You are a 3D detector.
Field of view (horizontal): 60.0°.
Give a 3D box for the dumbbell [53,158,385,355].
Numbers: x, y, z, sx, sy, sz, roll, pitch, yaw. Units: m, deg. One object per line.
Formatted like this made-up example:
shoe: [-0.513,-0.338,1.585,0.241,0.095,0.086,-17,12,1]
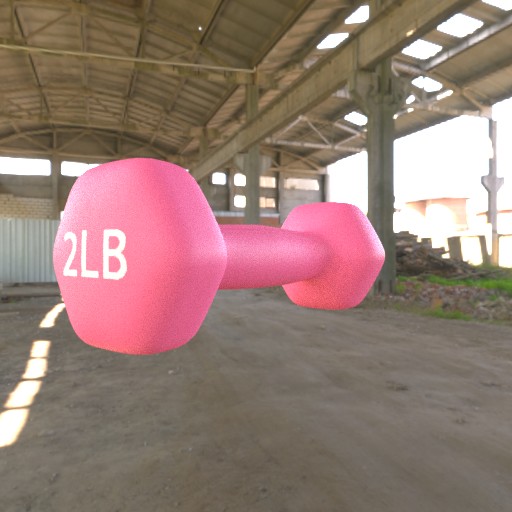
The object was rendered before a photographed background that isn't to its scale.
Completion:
dumbbell: [0.000,0.000,0.173,0.058,0.053,0.146,0,0,37]
